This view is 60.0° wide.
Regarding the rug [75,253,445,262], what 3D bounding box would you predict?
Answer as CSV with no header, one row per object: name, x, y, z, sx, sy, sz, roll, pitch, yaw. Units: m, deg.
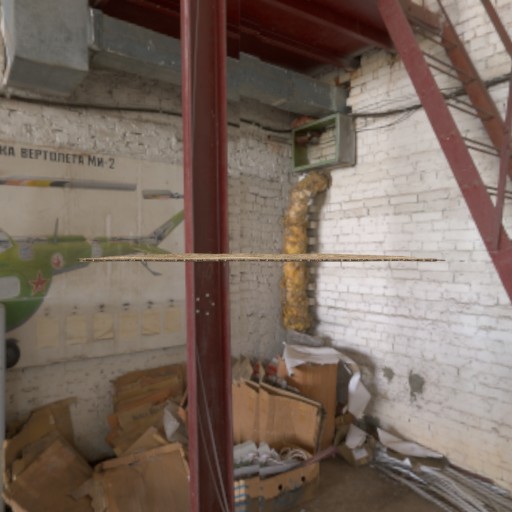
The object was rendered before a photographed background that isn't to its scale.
rug,0.000,0.000,3.012,1.529,0.027,2.434,0,1,-1
